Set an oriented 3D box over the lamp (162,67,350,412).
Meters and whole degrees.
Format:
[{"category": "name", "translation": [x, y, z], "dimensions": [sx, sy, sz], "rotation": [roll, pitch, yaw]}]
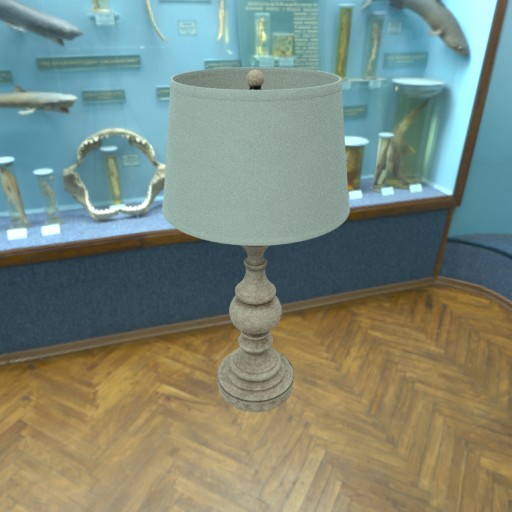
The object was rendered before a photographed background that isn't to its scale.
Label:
[{"category": "lamp", "translation": [0.000, 0.000, 0.870], "dimensions": [0.340, 0.678, 0.340], "rotation": [0, 29, 0]}]
